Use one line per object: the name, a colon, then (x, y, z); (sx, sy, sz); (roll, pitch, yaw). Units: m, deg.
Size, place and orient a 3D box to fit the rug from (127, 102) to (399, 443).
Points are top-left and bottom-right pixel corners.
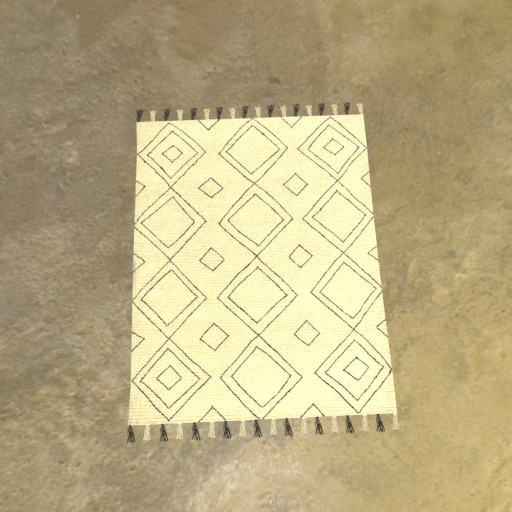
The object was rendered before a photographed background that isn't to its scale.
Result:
rug: (0.000, 0.000, 4.205); (2.342, 0.026, 3.221); (-2, 76, -1)
